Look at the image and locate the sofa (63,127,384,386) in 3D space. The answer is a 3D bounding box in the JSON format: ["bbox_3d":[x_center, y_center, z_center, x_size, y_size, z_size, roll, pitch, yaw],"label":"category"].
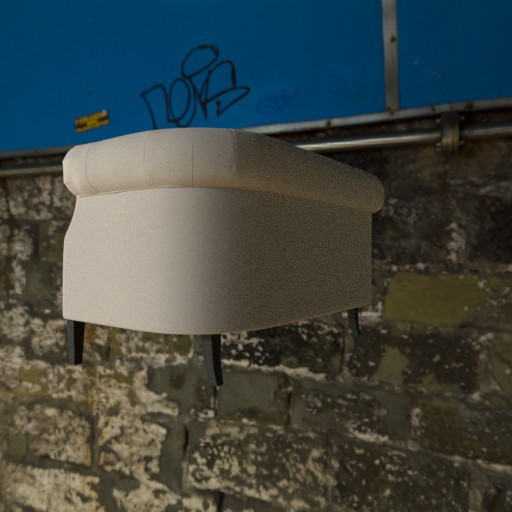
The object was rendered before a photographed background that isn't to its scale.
[{"bbox_3d":[0.000,0.000,2.024,0.835,0.827,1.558,0,1,37],"label":"sofa"}]
